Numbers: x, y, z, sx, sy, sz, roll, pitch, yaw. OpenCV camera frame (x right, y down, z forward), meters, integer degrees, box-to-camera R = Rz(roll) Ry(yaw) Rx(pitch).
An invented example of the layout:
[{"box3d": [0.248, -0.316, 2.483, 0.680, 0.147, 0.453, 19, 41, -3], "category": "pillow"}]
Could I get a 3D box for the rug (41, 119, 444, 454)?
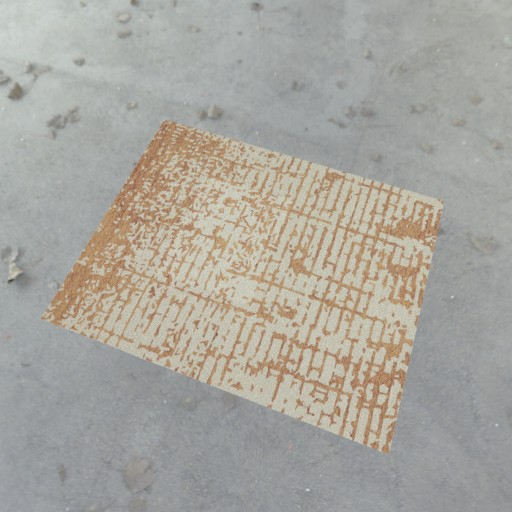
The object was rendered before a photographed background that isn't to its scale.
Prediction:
[{"box3d": [0.000, 0.000, 4.098, 3.050, 0.011, 2.441, 18, 65, 9], "category": "rug"}]
